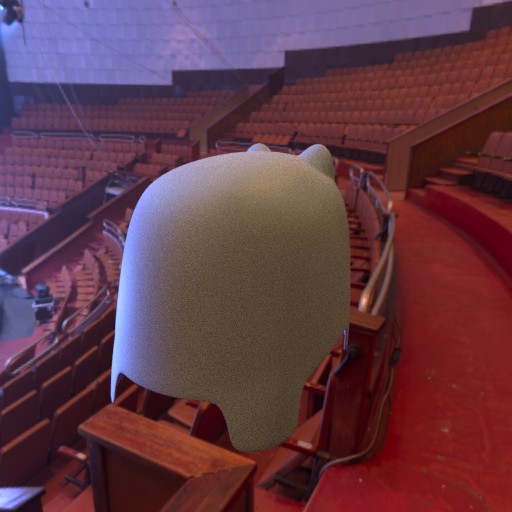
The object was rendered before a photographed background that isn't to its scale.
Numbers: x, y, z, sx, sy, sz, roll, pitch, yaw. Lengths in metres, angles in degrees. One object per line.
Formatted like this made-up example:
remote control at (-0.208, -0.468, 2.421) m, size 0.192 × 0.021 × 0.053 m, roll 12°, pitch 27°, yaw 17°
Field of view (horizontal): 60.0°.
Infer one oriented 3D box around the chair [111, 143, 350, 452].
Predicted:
chair at (0.000, 0.000, 0.875) m, size 0.364 × 0.423 × 0.619 m, roll 8°, pitch 17°, yaw 27°
